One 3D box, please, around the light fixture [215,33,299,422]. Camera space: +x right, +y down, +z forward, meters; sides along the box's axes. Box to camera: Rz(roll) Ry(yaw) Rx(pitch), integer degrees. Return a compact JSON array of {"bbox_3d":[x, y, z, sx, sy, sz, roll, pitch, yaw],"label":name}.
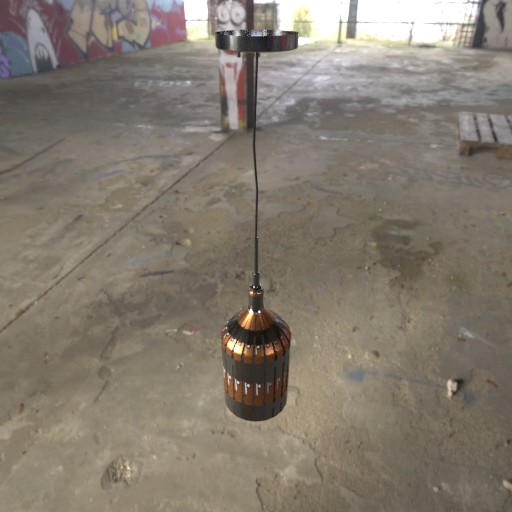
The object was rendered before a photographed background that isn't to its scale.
[{"bbox_3d":[0.000,0.000,1.701,0.303,1.535,0.303,0,31,0],"label":"light fixture"}]
